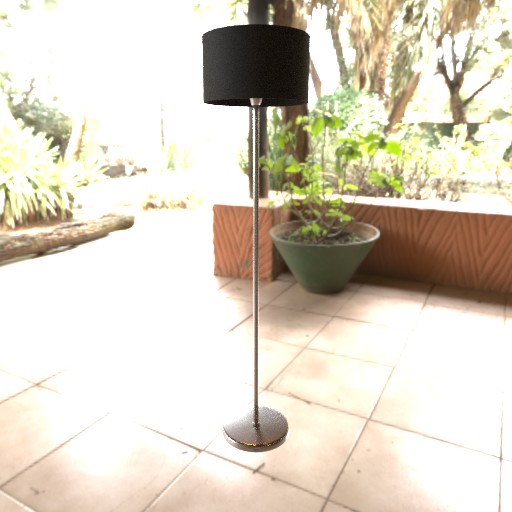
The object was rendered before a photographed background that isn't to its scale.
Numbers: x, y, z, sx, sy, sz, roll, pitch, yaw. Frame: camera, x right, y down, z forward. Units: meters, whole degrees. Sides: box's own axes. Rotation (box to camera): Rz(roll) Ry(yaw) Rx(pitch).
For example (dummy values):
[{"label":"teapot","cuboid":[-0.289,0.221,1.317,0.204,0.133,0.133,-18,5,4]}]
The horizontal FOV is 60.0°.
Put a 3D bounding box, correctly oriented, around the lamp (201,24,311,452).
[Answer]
[{"label":"lamp","cuboid":[0.000,0.000,1.601,0.348,1.443,0.348,8,16,27]}]
